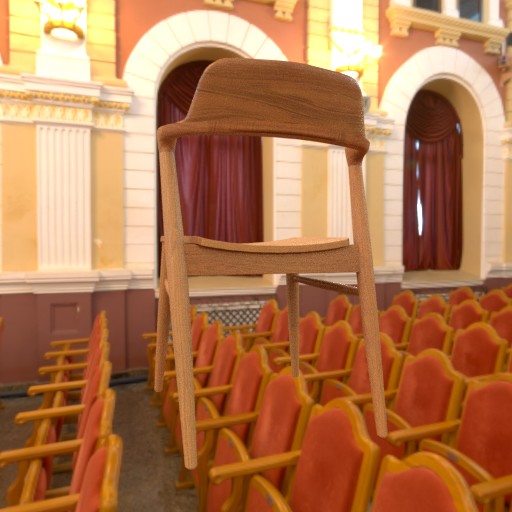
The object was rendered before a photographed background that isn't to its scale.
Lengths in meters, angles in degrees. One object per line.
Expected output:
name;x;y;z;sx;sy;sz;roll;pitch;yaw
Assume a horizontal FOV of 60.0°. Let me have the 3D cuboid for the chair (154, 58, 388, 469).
chair;0.000;0.000;1.129;0.512;0.792;0.499;0;1;-19
